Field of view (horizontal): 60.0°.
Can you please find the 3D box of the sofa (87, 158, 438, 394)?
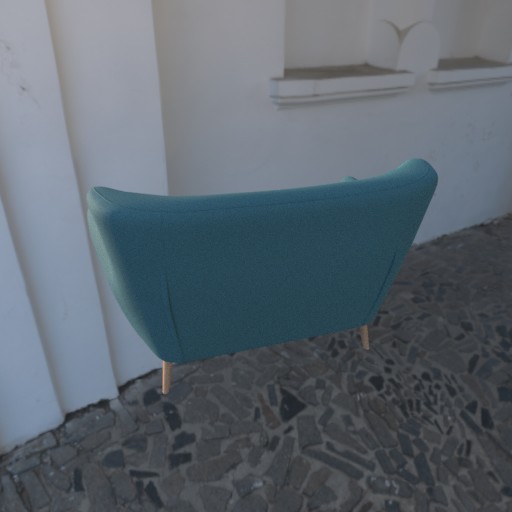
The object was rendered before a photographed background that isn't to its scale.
[{"bbox_3d":[0.000,0.000,1.987,1.397,0.889,0.889,-8,28,-16],"label":"sofa"}]
